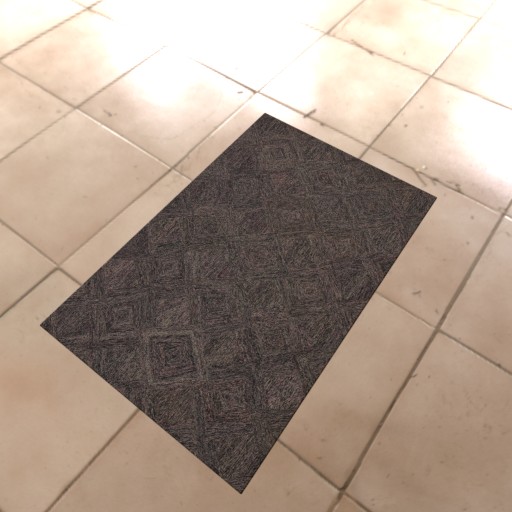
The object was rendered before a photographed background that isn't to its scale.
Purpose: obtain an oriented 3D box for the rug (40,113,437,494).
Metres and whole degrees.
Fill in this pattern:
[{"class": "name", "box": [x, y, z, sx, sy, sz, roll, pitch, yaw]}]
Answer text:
[{"class": "rug", "box": [0.000, 0.000, 2.884, 1.501, 0.017, 2.298, 32, 63, 18]}]
